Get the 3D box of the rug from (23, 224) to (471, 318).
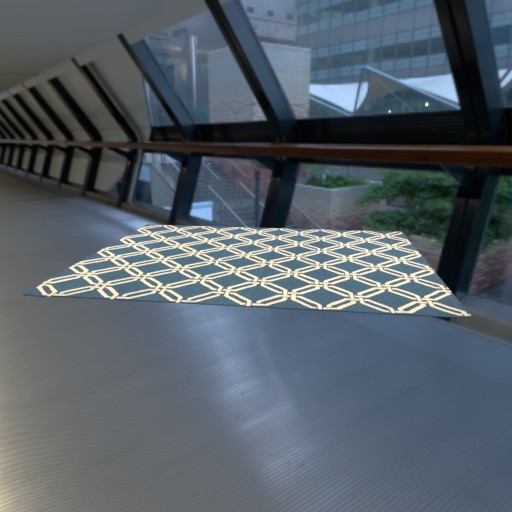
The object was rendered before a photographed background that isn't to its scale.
[{"bbox_3d":[0.000,0.000,3.854,2.867,0.020,2.277,2,16,7],"label":"rug"}]
